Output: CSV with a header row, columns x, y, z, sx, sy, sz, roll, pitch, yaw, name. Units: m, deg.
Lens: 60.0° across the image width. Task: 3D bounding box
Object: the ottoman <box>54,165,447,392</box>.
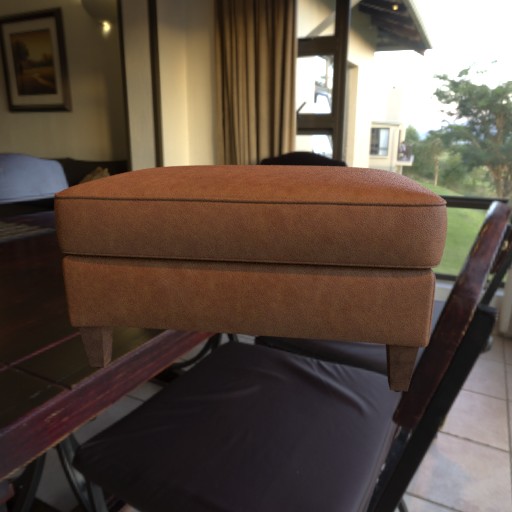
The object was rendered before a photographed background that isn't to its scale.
x,y,z,sx,sy,sz,roll,pitch,yaw,name
0.000,0.000,1.217,0.864,0.483,0.584,2,15,8,ottoman
